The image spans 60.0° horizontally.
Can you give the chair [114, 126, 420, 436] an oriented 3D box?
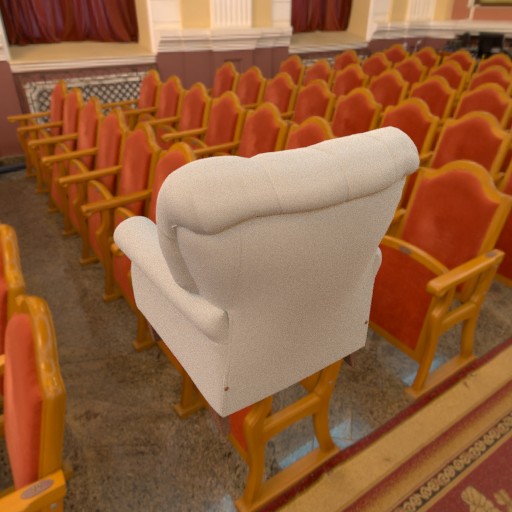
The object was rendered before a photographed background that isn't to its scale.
[{"bbox_3d":[0.000,0.000,2.043,1.090,1.217,1.128,-18,34,-29],"label":"chair"}]
